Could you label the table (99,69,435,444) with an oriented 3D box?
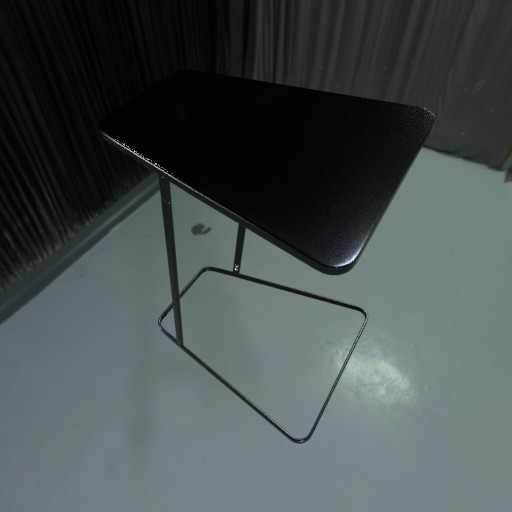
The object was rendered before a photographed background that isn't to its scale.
[{"bbox_3d":[0.000,0.000,0.970,0.500,0.624,0.427,23,52,20],"label":"table"}]
